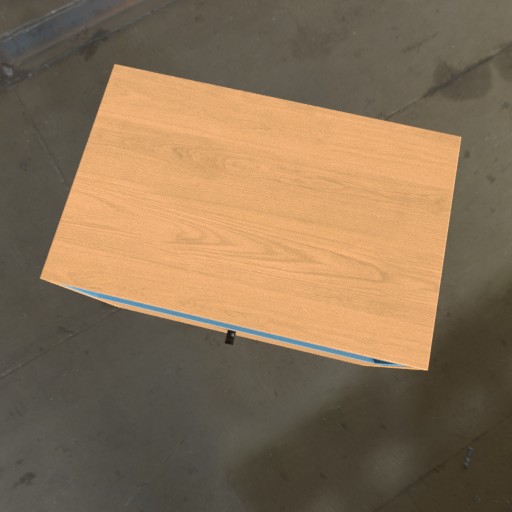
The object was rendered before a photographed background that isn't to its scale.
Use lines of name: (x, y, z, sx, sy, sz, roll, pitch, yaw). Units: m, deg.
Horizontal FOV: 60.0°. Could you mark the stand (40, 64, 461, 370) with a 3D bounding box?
stand: (0.000, 0.000, 0.975, 0.630, 0.600, 0.400, 13, 77, 3)
